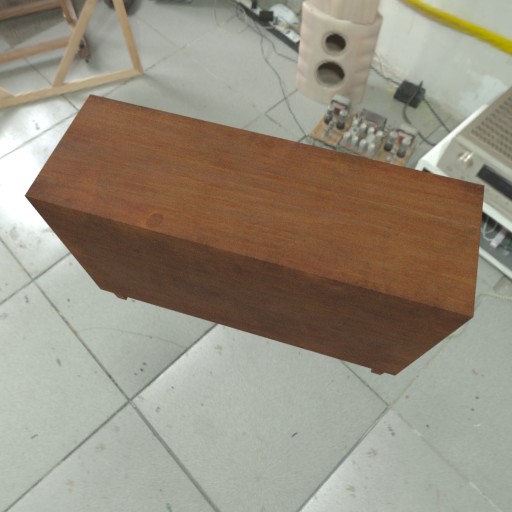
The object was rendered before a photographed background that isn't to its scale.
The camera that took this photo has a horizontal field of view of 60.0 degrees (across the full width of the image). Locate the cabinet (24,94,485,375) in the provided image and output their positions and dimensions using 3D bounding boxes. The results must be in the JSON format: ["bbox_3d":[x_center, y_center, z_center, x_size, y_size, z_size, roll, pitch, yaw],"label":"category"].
[{"bbox_3d":[0.000,0.000,1.580,1.204,0.805,0.403,15,64,7],"label":"cabinet"}]
